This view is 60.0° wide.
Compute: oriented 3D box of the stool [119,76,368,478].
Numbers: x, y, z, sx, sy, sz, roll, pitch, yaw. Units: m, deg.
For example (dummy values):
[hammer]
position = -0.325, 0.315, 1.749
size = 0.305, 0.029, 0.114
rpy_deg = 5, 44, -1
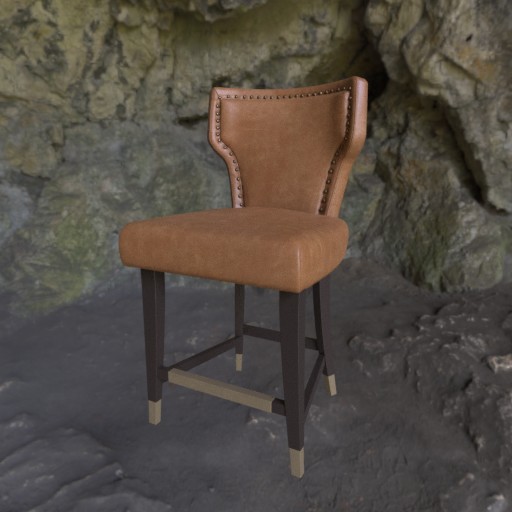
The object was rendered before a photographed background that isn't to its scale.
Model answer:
[stool]
position = 0.000, 0.000, 1.275
size = 0.526, 0.982, 0.563
rpy_deg = 7, 15, 28
